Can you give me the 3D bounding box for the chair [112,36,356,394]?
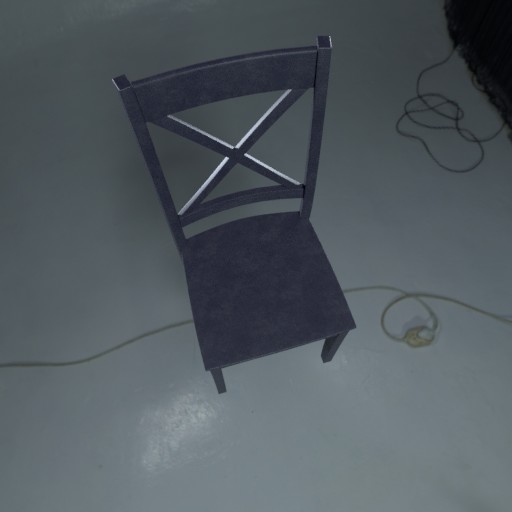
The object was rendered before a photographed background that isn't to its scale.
[{"bbox_3d":[0.000,0.000,1.292,0.485,0.983,0.542,-14,64,-7],"label":"chair"}]
